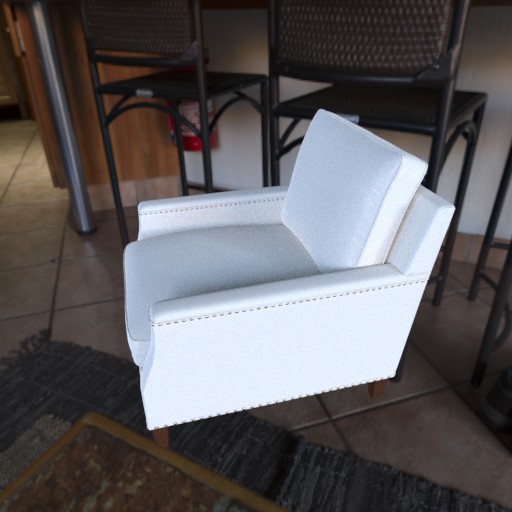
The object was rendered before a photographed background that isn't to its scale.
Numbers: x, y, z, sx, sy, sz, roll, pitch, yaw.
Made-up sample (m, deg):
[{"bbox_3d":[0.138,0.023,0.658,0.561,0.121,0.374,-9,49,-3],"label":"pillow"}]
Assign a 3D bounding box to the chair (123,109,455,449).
[{"bbox_3d":[0.000,0.000,1.718,1.014,0.943,0.853,-8,31,-13],"label":"chair"}]
